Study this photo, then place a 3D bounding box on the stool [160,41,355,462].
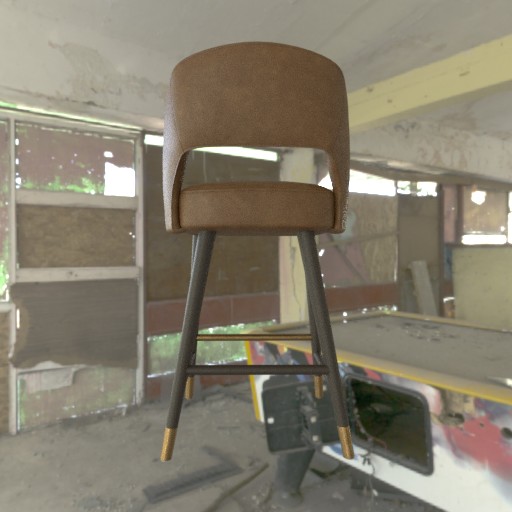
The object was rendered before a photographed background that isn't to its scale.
[{"bbox_3d":[0.000,0.000,1.215,0.494,0.940,0.509,0,1,-1],"label":"stool"}]
